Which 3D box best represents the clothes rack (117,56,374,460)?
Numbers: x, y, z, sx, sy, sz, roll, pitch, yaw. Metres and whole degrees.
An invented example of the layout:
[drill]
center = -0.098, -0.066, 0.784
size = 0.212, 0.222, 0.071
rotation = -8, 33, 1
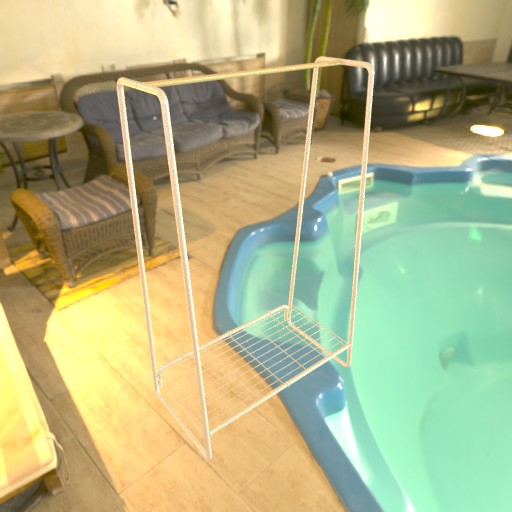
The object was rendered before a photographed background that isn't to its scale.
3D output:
[clothes rack]
center = 0.000, 0.000, 1.910
size = 0.900, 1.500, 0.495
rotation = -22, 37, -32
